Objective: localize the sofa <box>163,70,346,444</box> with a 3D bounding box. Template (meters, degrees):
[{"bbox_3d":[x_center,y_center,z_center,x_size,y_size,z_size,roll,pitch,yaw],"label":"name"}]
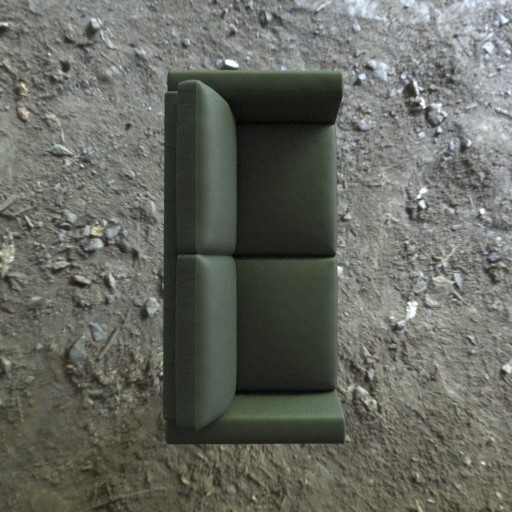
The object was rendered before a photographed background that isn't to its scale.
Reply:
[{"bbox_3d":[0.000,0.000,2.525,0.953,0.875,2.017,0,89,-1],"label":"sofa"}]
